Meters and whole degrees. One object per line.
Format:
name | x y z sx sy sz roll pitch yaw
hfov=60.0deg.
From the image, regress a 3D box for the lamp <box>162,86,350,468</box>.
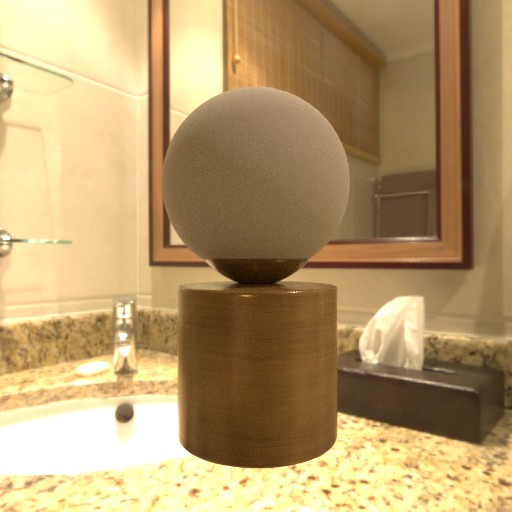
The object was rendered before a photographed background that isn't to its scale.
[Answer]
lamp | 0.000 0.000 0.335 0.141 0.250 0.152 0 0 -2
